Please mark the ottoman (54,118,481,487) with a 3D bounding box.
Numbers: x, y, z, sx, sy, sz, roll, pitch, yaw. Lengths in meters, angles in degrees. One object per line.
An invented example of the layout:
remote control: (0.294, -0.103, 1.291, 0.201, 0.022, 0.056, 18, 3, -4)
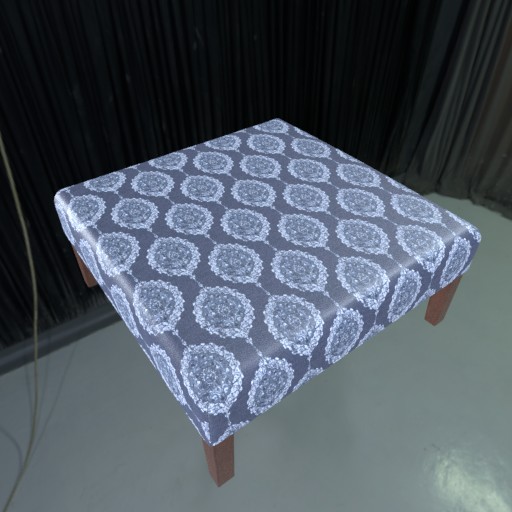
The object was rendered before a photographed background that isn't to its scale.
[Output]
ottoman: (0.000, 0.000, 1.373, 0.889, 0.409, 0.890, -26, 48, -27)
